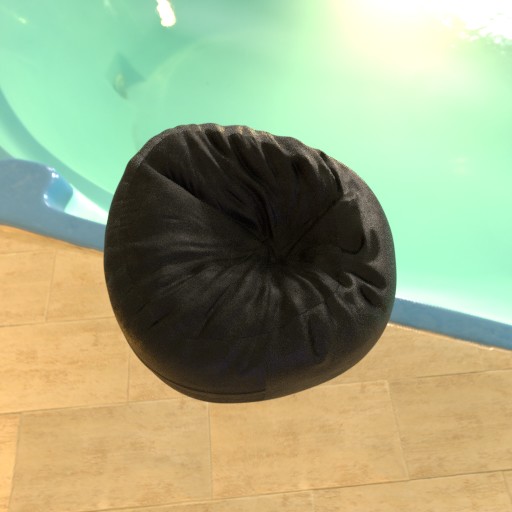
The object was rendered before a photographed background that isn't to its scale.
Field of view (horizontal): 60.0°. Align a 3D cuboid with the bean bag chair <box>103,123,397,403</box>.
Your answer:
[{"bbox_3d":[0.000,0.000,2.424,1.524,0.878,1.524,1,62,0],"label":"bean bag chair"}]
